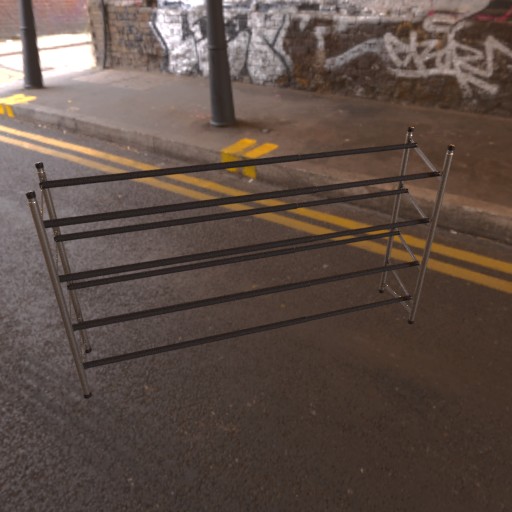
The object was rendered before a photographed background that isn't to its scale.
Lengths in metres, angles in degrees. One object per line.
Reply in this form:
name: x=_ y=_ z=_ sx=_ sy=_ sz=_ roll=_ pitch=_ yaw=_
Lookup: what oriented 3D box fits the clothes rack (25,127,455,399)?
clothes rack: x=0.000 y=0.000 z=1.414 sx=1.168 sy=0.672 sz=0.229 roll=-9 pitch=32 yaw=-15
